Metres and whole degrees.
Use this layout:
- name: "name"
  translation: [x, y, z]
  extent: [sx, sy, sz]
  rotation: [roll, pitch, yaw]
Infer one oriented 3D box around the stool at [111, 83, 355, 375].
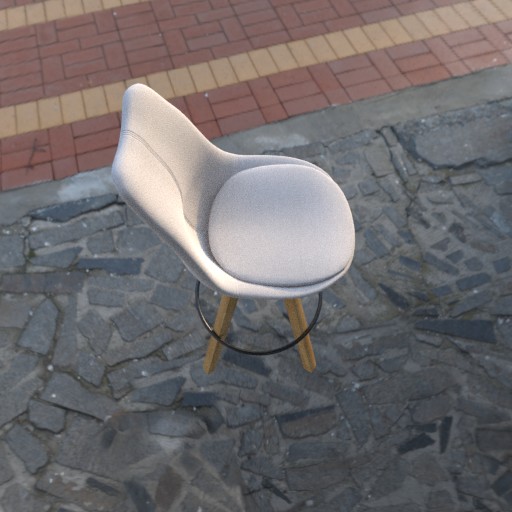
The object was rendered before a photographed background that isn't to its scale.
- name: "stool"
  translation: [0.000, 0.000, 1.371]
  extent: [0.550, 1.115, 0.484]
  rotation: [-1, 63, -1]
